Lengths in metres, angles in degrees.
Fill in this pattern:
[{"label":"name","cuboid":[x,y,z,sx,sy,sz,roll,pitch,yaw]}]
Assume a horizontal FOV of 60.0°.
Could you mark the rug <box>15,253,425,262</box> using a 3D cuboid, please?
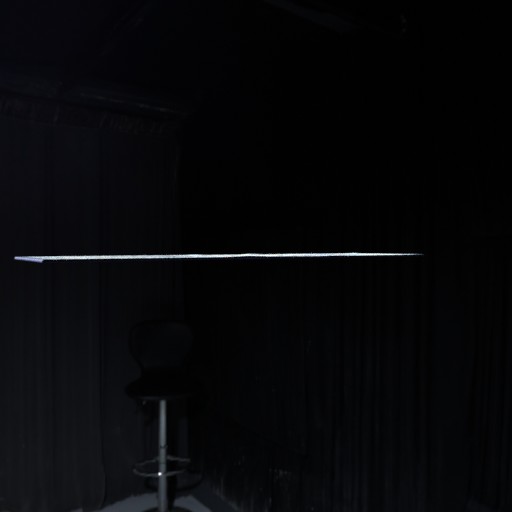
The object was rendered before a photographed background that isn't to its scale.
[{"label":"rug","cuboid":[0.000,0.000,2.445,2.283,0.016,0.602,-1,1,-36]}]
